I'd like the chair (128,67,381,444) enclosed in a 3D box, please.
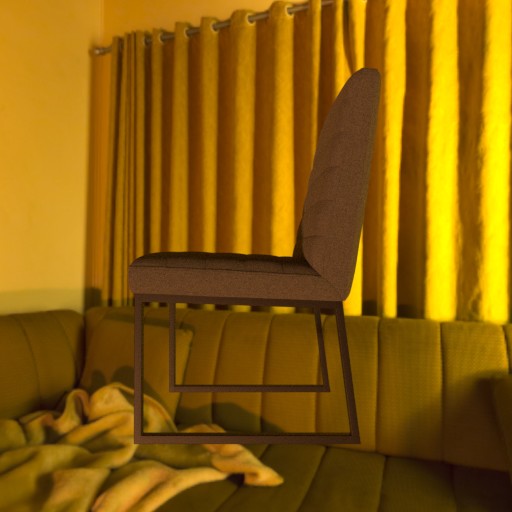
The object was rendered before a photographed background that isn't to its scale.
[{"bbox_3d":[0.000,0.000,1.323,0.634,0.930,0.520,0,-1,0],"label":"chair"}]
